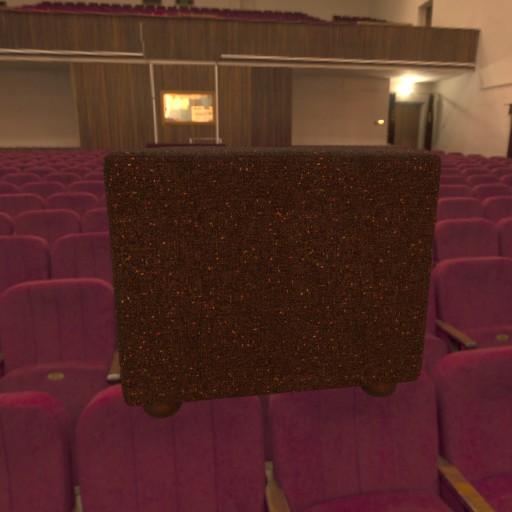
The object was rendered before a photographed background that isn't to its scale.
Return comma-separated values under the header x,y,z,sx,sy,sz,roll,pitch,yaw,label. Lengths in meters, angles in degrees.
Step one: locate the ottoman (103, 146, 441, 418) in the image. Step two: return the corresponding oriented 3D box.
x,y,z,sx,sy,sz,roll,pitch,yaw,label
0.000,0.000,0.905,0.508,0.432,0.508,-2,13,-9,ottoman
